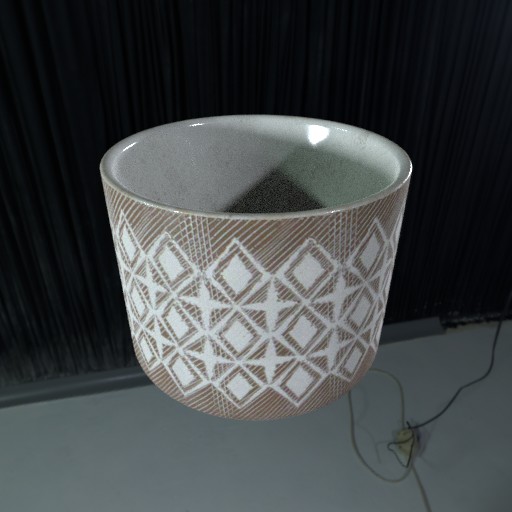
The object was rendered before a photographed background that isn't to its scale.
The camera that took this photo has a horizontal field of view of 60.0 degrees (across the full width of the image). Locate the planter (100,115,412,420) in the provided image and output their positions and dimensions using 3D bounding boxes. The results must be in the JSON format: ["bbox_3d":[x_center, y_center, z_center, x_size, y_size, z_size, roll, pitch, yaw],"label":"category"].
[{"bbox_3d":[0.000,0.000,0.214,0.126,0.104,0.126,0,31,0],"label":"planter"}]
